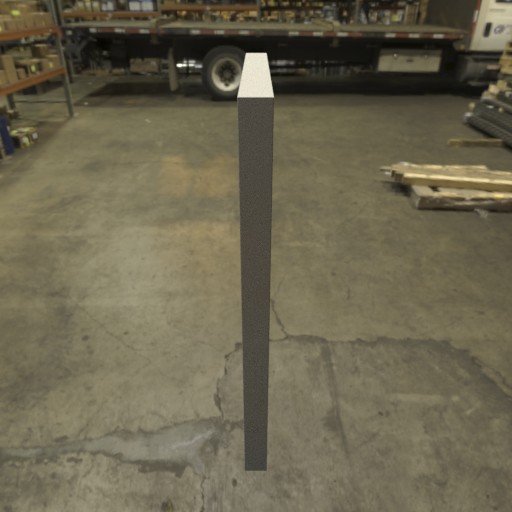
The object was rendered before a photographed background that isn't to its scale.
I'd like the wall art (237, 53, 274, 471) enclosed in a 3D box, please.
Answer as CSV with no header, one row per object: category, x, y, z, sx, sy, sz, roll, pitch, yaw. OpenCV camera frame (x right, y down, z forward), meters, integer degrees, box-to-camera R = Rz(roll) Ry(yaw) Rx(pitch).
wall art,0.000,0.000,0.778,0.038,0.611,0.408,0,30,0
